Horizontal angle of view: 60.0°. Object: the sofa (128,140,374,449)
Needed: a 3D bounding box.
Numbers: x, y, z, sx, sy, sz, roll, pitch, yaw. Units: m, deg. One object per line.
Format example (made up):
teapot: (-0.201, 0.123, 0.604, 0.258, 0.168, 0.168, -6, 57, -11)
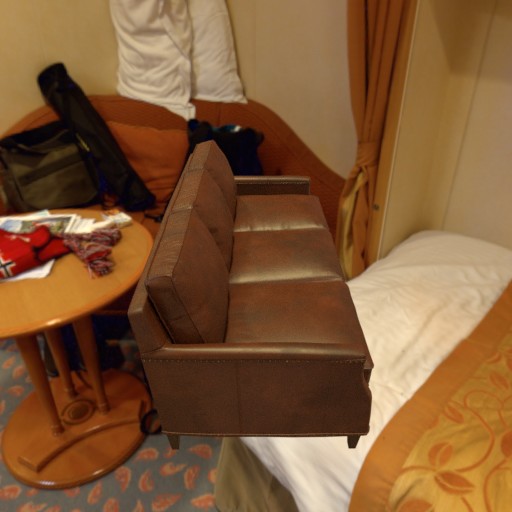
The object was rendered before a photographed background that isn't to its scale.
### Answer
sofa: (0.000, 0.000, 2.898, 1.084, 1.003, 2.240, 0, 30, 0)
